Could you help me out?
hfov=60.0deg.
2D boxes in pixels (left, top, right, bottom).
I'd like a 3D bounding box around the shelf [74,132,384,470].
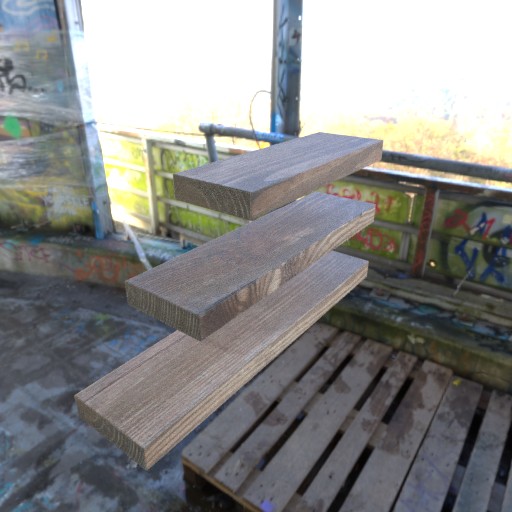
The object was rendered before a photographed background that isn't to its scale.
[{"bbox_3d":[0.000,0.000,0.718,0.140,0.293,0.610,18,31,33],"label":"shelf"}]
